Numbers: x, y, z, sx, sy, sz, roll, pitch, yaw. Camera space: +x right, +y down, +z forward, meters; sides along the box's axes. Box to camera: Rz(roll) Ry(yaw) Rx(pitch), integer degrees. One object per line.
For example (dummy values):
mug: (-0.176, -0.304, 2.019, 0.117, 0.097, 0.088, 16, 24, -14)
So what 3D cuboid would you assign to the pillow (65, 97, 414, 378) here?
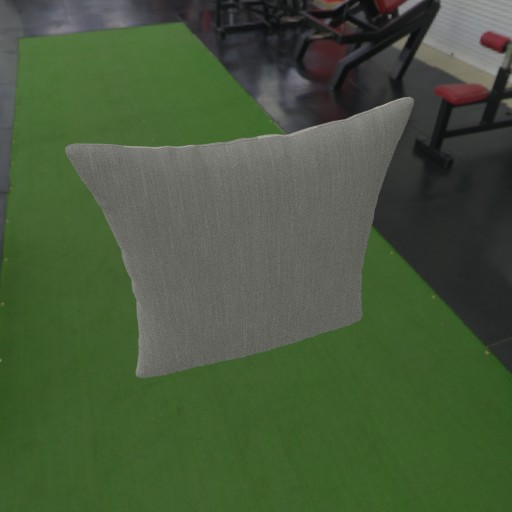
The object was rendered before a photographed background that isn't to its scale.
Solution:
pillow: (0.000, 0.000, 0.787, 0.511, 0.509, 0.161, -12, 43, -14)
